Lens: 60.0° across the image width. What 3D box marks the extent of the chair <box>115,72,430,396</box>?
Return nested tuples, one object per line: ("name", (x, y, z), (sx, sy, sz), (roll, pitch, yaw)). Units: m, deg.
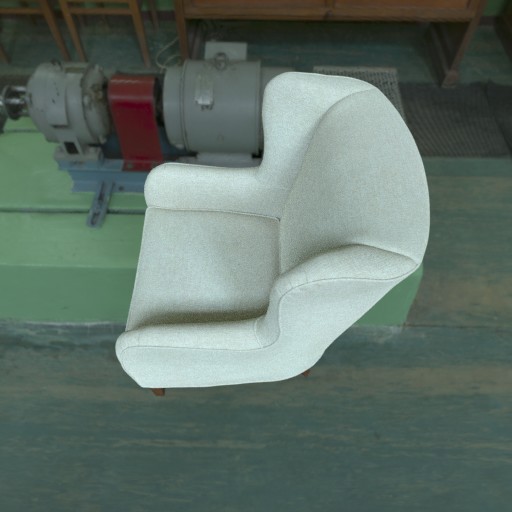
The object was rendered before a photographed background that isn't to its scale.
("chair", (0.000, 0.000, 1.690), (0.966, 1.040, 0.838), (0, 57, 0))
